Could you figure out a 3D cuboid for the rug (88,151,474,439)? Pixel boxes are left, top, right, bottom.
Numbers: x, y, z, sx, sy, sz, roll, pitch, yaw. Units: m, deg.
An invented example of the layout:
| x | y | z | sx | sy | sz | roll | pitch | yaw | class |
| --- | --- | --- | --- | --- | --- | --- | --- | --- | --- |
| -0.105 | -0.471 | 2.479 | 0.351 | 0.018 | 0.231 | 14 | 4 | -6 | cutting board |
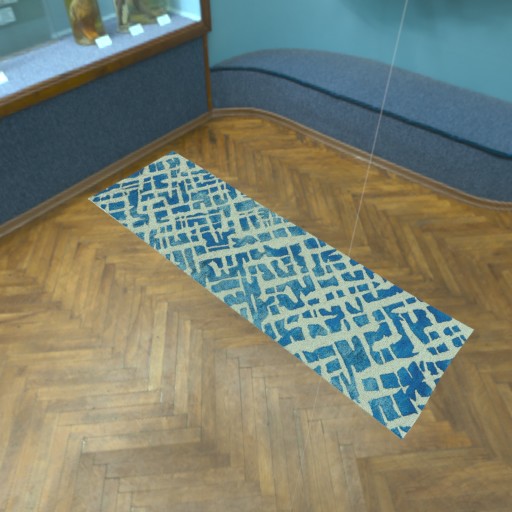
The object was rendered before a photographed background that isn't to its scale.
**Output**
| x | y | z | sx | sy | sz | roll | pitch | yaw | class |
| --- | --- | --- | --- | --- | --- | --- | --- | --- | --- |
| 0.000 | 0.000 | 2.707 | 2.446 | 0.011 | 0.768 | 34 | 56 | 27 | rug |
